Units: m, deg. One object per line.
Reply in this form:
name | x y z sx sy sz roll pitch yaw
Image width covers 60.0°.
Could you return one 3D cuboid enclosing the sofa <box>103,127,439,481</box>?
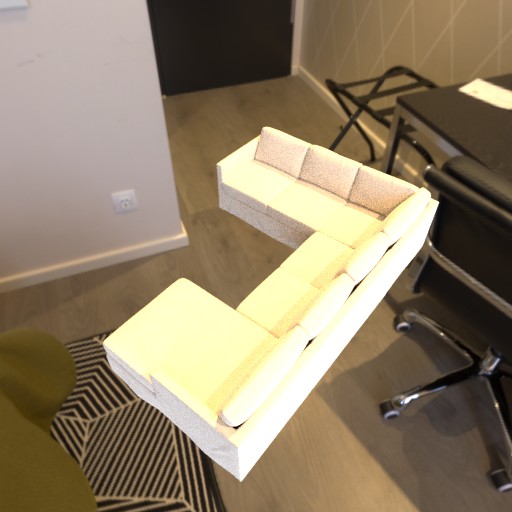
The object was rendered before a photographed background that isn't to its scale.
sofa | 0.000 0.000 4.649 2.427 0.882 3.460 30 53 26
